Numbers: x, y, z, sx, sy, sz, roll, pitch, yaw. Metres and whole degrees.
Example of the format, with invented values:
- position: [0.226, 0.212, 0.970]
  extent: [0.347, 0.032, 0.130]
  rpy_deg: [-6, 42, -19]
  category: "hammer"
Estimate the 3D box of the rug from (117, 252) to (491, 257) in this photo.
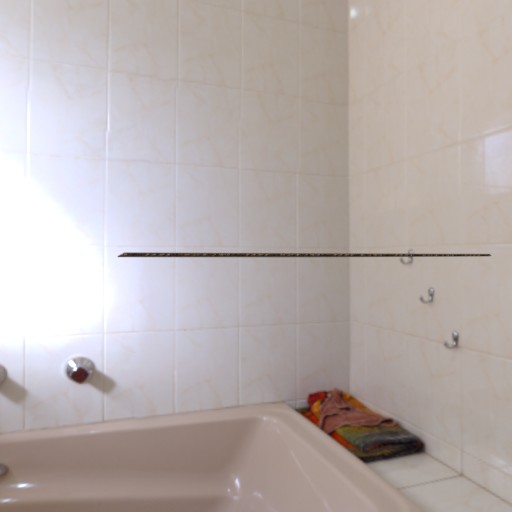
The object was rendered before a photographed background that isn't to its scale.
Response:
- position: [0.000, 0.000, 3.894]
  extent: [2.305, 0.017, 2.902]
  rpy_deg: [0, 0, -18]
  category: "rug"
